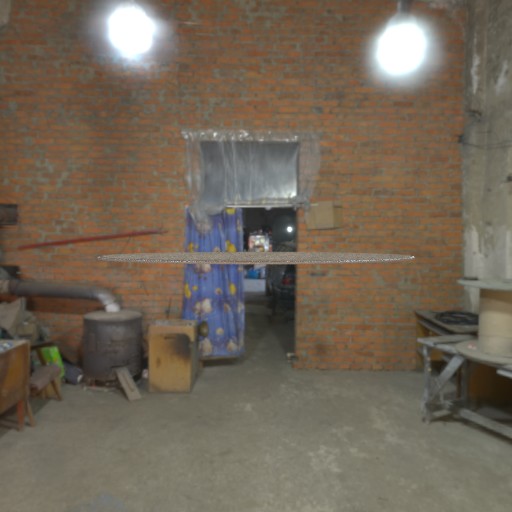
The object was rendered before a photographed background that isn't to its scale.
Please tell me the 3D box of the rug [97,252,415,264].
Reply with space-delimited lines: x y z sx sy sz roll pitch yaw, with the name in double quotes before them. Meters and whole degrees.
"rug" 0.000 0.000 2.357 1.593 0.012 1.593 0 2 0
